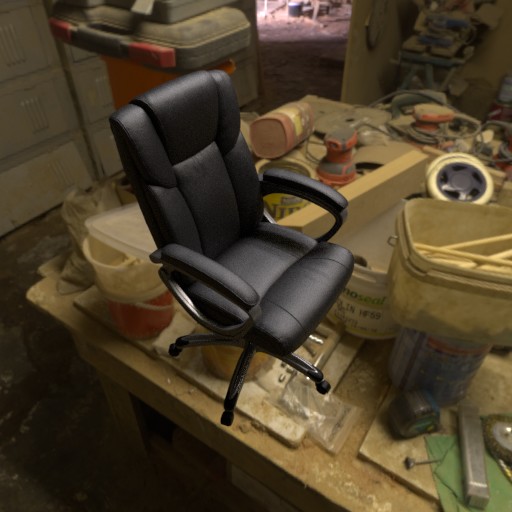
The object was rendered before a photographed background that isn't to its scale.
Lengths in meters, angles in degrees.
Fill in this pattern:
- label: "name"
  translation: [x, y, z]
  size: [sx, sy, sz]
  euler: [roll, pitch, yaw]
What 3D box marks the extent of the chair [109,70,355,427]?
- label: "chair"
  translation: [0.000, 0.000, 1.602]
  size: [0.719, 1.130, 0.721]
  euler: [25, 46, 26]
